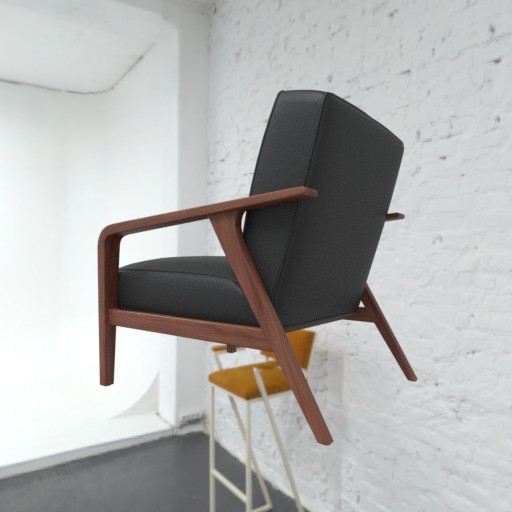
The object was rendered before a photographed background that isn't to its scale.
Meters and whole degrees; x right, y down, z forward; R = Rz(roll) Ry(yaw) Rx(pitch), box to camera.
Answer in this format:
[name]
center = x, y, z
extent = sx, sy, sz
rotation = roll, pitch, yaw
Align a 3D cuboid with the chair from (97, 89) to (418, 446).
[chair]
center = 0.000, 0.000, 1.524
extent = 0.889, 0.861, 0.719
rotation = -1, -1, 36
